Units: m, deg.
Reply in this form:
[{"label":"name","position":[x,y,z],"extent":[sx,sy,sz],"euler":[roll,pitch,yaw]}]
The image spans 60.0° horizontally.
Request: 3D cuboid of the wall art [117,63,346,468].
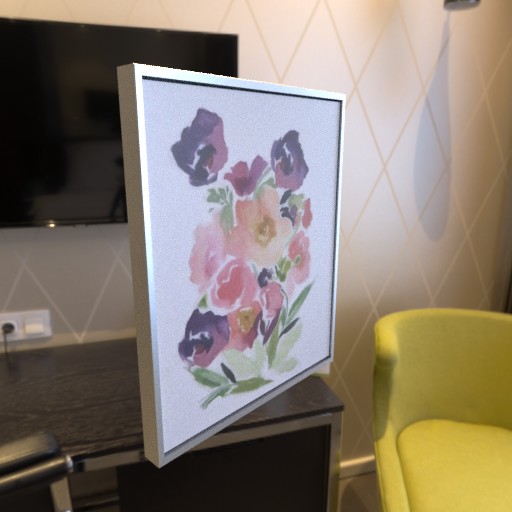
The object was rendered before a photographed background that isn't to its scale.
[{"label":"wall art","position":[0.000,0.000,0.751],"extent":[0.038,0.549,0.452],"euler":[13,19,42]}]
